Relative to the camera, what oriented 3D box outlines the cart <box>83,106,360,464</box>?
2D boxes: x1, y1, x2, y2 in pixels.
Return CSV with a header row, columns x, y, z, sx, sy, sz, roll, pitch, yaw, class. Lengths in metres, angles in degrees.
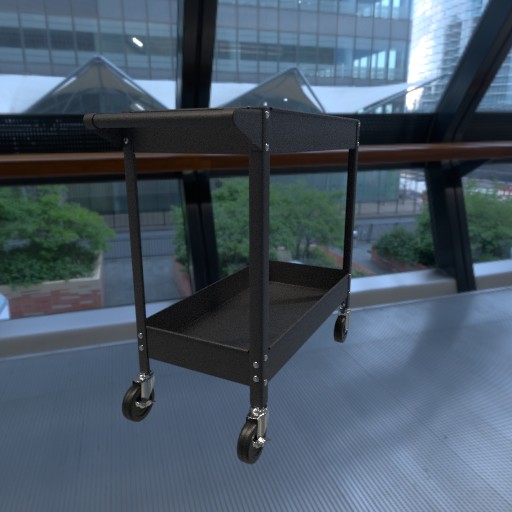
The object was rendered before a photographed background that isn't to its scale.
x,y,z,sx,sy,sz,roll,pitch,yaw,class
0.000,0.000,1.189,0.366,0.719,0.779,7,16,26,cart
